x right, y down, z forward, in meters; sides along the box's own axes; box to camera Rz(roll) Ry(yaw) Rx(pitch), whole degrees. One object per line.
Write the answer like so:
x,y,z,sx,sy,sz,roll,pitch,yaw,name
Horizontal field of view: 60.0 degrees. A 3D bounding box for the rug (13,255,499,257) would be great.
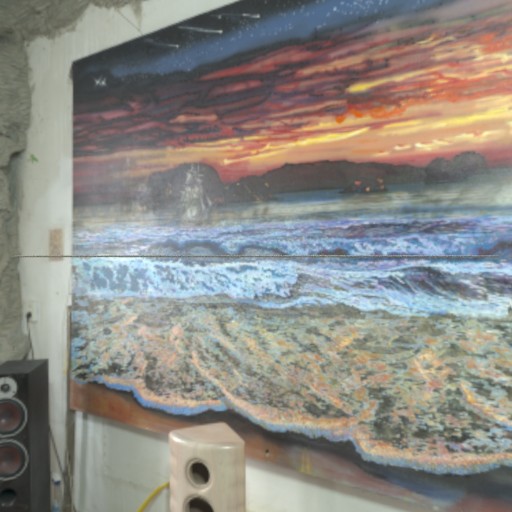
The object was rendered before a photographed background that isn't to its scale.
0.000,0.000,2.966,2.438,0.008,1.523,0,0,-1,rug
